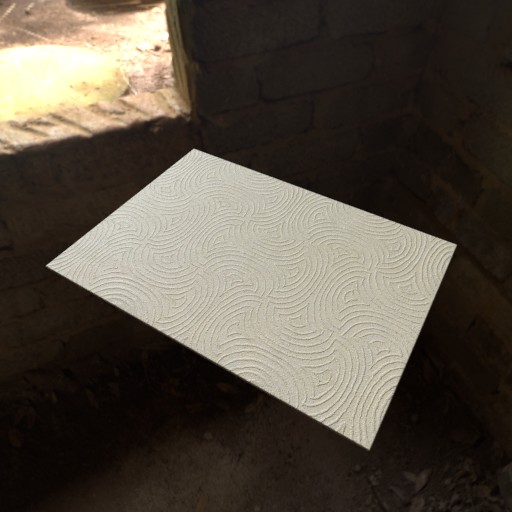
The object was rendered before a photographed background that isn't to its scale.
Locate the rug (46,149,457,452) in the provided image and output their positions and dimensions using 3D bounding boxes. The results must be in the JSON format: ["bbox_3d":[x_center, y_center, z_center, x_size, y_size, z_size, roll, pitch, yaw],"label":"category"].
[{"bbox_3d":[0.000,0.000,2.816,2.132,0.015,1.526,24,51,21],"label":"rug"}]
